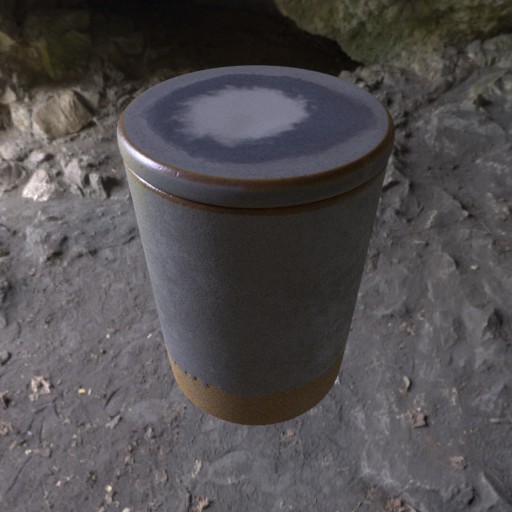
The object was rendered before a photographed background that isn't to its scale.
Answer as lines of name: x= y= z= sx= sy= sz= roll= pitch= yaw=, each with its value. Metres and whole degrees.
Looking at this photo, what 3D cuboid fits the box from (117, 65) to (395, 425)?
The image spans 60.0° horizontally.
box: x=0.000 y=0.000 z=0.245 sx=0.118 sy=0.168 sz=0.118 roll=0 pitch=42 yaw=0
